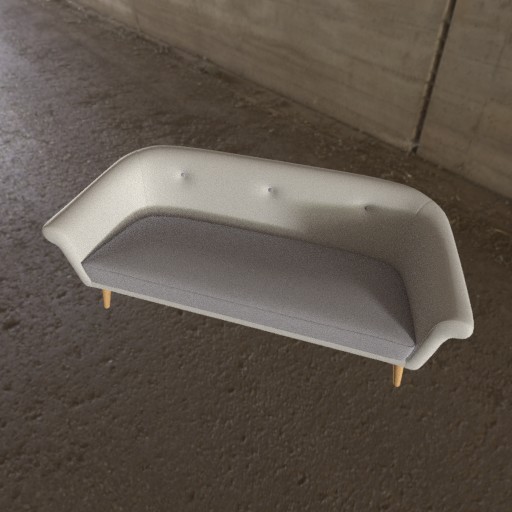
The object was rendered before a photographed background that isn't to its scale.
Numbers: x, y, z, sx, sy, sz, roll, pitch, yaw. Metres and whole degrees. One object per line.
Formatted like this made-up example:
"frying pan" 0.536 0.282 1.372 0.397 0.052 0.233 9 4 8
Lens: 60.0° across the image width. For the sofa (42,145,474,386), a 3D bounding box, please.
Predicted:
"sofa" 0.000 0.000 2.498 2.160 0.795 0.827 12 43 14
